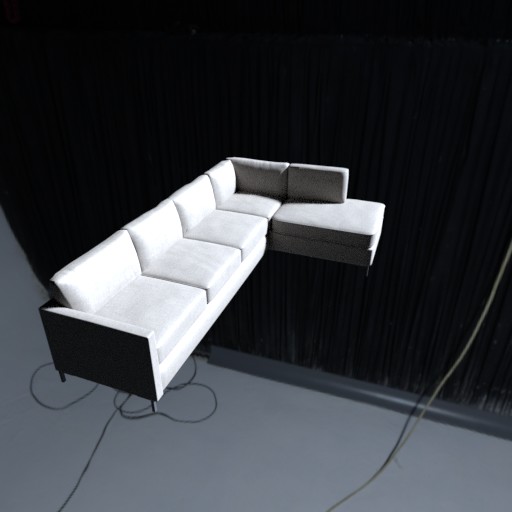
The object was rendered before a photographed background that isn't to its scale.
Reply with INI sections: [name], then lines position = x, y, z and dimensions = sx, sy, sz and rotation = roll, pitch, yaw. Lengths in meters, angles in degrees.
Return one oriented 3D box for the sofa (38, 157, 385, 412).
[sofa]
position = 0.000, 0.000, 4.312
dimensions = 2.077, 0.964, 3.331
rotation = 10, 31, 18
